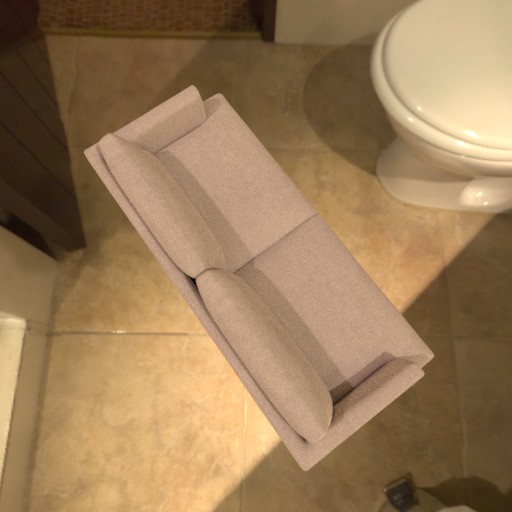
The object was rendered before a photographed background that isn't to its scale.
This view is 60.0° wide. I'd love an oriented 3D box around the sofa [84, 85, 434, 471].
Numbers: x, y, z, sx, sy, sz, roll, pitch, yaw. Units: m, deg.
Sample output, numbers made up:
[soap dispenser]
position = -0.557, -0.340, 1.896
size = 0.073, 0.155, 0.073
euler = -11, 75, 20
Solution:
[sofa]
position = 0.000, 0.000, 2.770
size = 1.020, 0.868, 2.250
euler = -35, 77, -9
